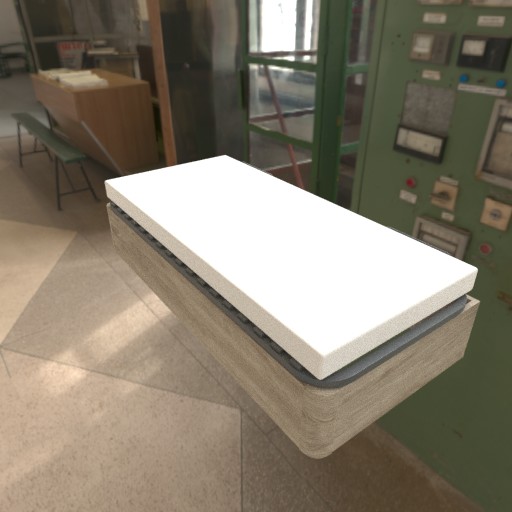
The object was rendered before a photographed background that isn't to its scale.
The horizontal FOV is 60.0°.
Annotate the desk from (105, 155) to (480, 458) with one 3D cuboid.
[{"bbox_3d":[0.000,0.000,2.285,0.900,0.455,1.900,-20,36,-31],"label":"desk"}]
